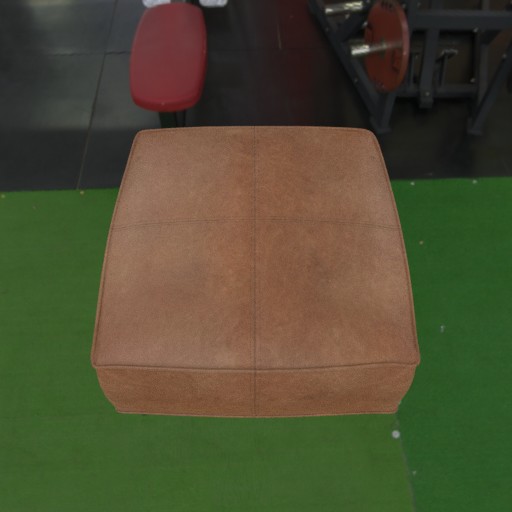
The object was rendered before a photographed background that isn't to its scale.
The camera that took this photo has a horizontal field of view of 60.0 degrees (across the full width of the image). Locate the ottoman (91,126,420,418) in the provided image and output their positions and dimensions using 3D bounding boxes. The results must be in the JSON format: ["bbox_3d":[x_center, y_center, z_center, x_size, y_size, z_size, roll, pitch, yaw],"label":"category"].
[{"bbox_3d":[0.000,0.000,1.390,0.901,0.395,0.902,0,58,0],"label":"ottoman"}]
